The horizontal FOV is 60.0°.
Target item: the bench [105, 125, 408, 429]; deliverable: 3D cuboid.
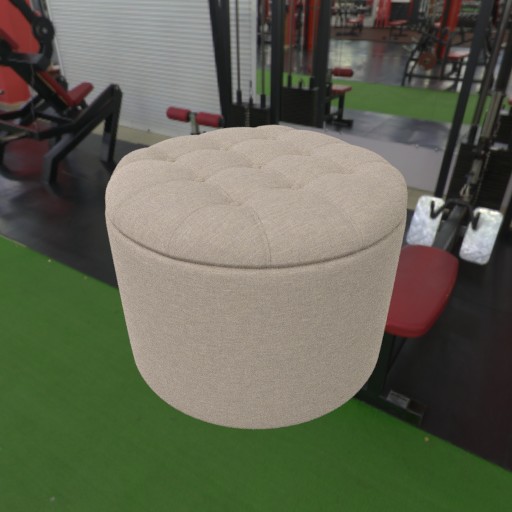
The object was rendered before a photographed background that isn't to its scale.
[{"bbox_3d":[0.000,0.000,0.992,0.600,0.454,0.600,0,32,0],"label":"bench"}]
